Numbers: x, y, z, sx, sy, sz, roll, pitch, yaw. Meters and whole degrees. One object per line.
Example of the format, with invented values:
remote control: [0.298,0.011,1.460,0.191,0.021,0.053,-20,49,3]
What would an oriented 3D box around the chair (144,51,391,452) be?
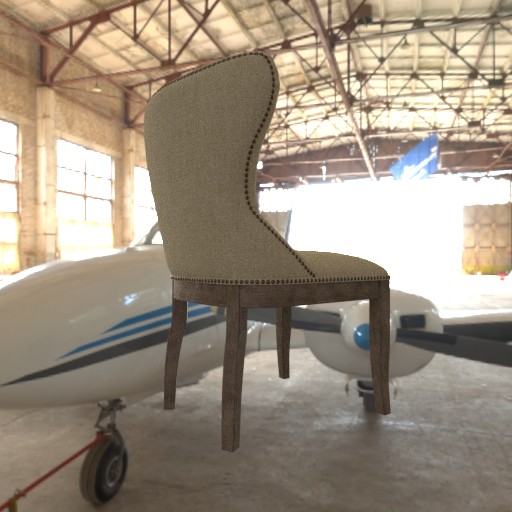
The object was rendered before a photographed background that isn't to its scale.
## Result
chair: [0.000,0.000,1.432,0.681,1.002,0.654,0,0,-35]
